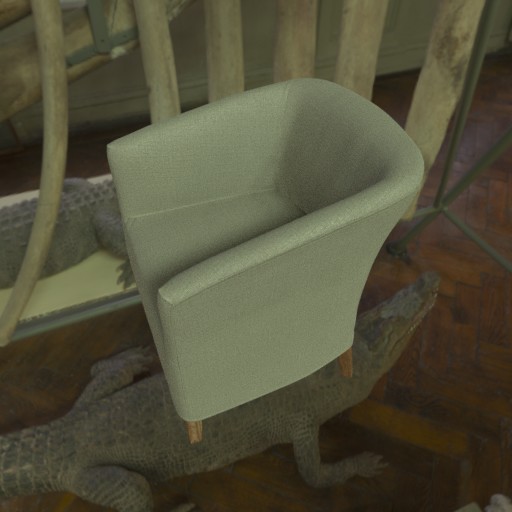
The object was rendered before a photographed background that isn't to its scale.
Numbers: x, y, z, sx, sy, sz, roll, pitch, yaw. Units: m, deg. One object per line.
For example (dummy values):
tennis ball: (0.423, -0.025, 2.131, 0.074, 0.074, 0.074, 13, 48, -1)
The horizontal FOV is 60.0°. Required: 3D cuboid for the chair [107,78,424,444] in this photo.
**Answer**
chair: (0.000, 0.000, 1.261, 0.668, 0.771, 0.600, -17, 47, -16)
